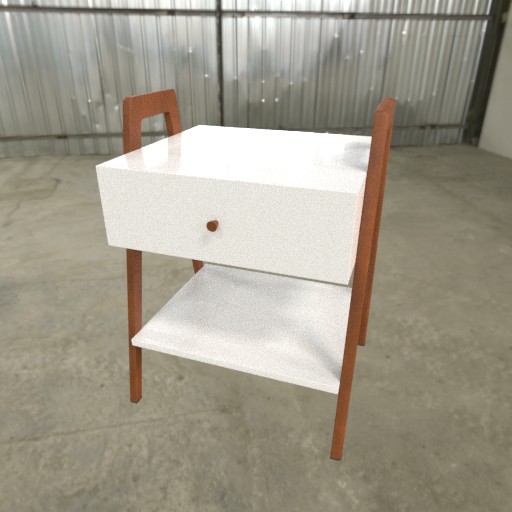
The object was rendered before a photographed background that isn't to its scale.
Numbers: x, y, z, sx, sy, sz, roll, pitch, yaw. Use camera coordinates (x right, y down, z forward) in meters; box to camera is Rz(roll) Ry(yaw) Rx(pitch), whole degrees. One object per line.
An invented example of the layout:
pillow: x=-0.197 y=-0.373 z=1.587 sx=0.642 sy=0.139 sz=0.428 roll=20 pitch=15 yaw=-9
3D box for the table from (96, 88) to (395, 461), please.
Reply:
table: x=0.000 y=0.000 z=0.902 sx=0.457 sy=0.610 sz=0.405 roll=9 pitch=28 yaw=17
